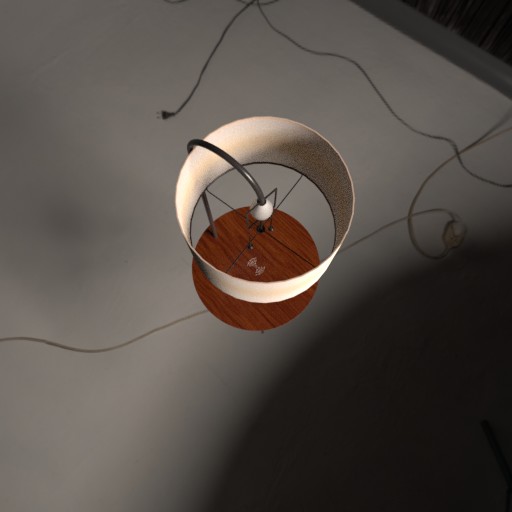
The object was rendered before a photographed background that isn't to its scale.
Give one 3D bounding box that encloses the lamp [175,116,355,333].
[{"bbox_3d":[0.000,0.000,1.813,0.573,1.517,0.573,0,75,0],"label":"lamp"}]
